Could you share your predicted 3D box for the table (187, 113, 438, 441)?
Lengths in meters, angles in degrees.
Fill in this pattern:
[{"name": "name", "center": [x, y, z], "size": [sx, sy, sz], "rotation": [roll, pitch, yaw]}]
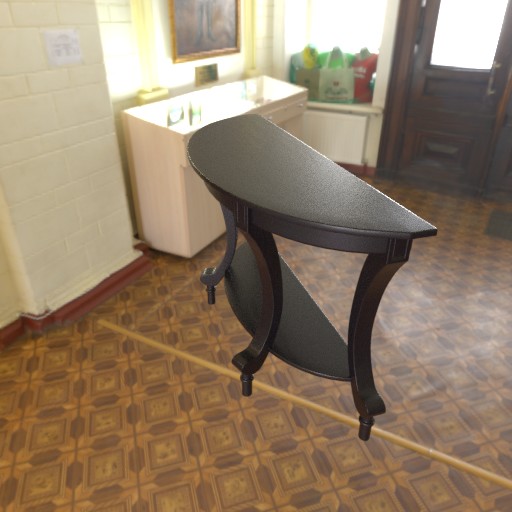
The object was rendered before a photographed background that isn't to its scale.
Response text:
[{"name": "table", "center": [0.000, 0.000, 1.509], "size": [0.394, 0.692, 1.198], "rotation": [-9, 30, -15]}]
